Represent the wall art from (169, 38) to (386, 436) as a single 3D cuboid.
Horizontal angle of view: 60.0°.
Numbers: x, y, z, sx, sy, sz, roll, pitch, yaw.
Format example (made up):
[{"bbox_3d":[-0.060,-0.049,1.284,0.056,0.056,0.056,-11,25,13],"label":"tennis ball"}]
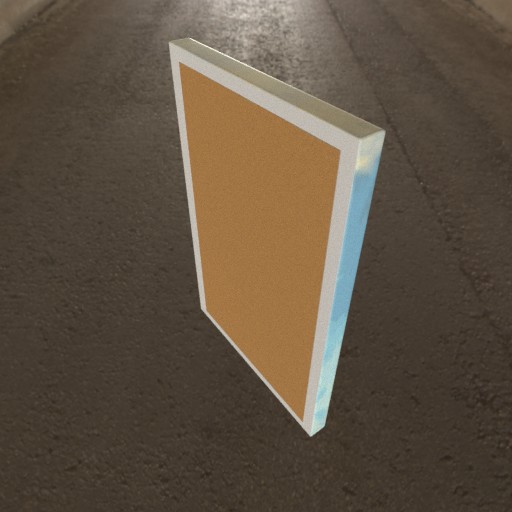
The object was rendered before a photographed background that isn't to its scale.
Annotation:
[{"bbox_3d":[0.000,0.000,0.765,0.038,0.610,0.401,-26,48,-26],"label":"wall art"}]
